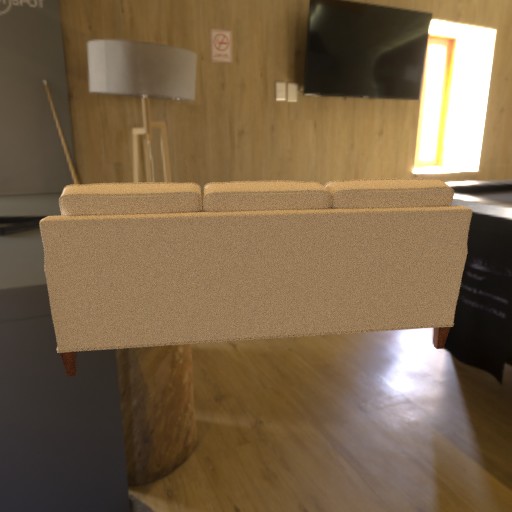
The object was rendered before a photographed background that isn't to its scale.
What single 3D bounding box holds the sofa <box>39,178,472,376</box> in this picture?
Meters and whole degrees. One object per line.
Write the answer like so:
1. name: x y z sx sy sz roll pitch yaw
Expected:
1. sofa: 0.000 0.000 2.771 2.246 1.003 1.084 -2 16 -8
